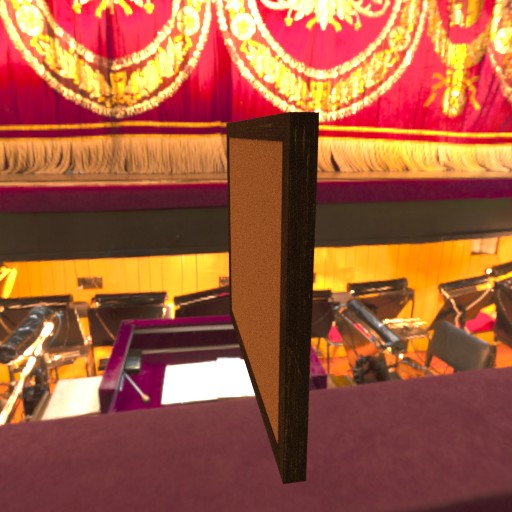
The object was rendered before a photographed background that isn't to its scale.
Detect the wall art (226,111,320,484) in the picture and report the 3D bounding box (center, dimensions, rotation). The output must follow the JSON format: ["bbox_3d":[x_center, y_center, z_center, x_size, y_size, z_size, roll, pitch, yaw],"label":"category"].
[{"bbox_3d":[0.000,0.000,0.777,0.032,0.457,0.558,-3,16,-10],"label":"wall art"}]
